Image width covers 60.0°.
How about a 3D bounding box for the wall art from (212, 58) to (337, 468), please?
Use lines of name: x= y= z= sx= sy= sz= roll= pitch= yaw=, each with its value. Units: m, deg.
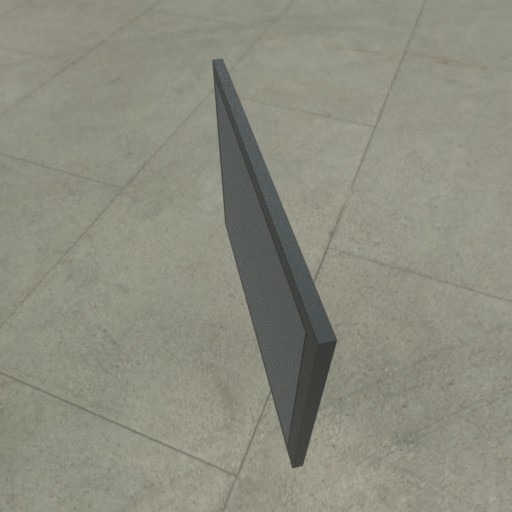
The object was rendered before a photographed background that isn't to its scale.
wall art: x=0.000 y=0.000 z=0.563 sx=0.016 sy=0.306 sz=0.432 roll=-10 pitch=50 yaw=-9
